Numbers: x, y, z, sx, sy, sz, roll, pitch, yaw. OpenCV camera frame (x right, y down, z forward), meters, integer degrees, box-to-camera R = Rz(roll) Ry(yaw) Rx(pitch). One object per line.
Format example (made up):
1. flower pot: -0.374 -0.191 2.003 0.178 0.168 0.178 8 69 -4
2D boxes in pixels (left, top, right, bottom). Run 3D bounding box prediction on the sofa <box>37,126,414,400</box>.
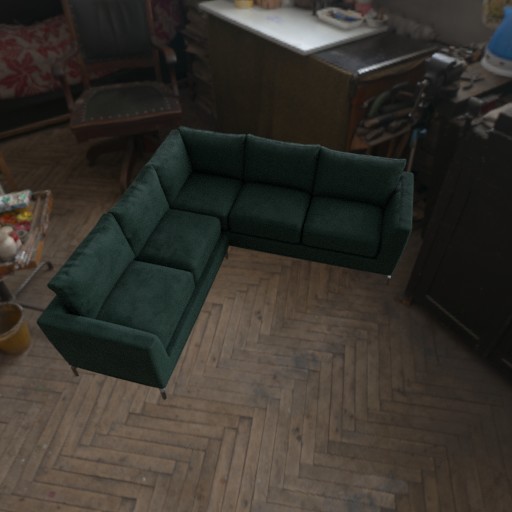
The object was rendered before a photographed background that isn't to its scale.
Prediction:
1. sofa: 0.000 0.000 3.776 2.452 1.004 2.468 11 46 11
